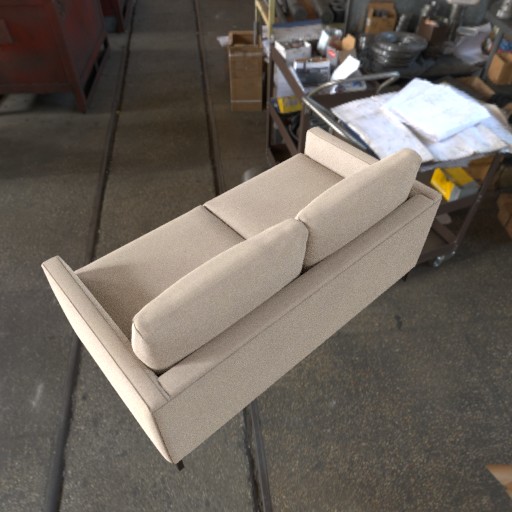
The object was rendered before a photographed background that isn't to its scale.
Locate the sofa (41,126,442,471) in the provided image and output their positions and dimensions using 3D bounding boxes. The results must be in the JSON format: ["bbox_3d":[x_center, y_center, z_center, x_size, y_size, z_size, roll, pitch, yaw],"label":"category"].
[{"bbox_3d":[0.000,0.000,2.133,1.682,0.840,0.875,-32,54,-27],"label":"sofa"}]
